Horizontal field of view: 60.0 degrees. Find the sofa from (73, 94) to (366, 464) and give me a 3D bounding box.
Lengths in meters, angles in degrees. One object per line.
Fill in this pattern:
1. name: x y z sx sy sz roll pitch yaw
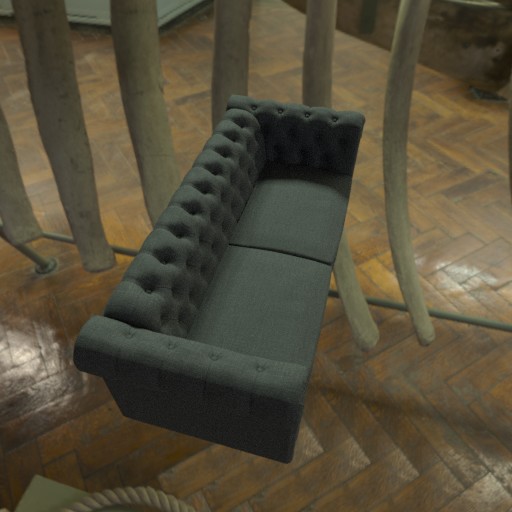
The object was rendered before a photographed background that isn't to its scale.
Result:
1. sofa: 0.000 0.000 2.211 0.783 0.797 1.798 12 49 10
